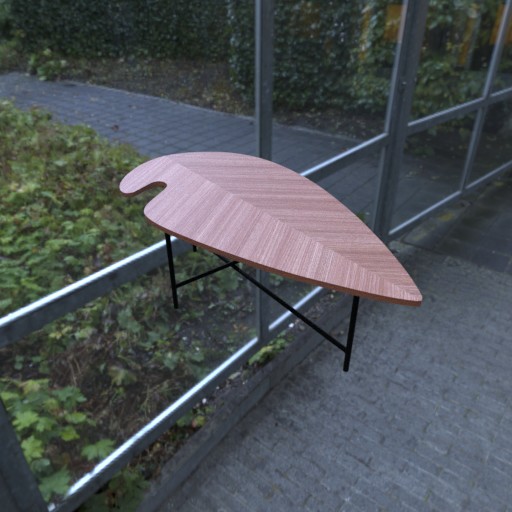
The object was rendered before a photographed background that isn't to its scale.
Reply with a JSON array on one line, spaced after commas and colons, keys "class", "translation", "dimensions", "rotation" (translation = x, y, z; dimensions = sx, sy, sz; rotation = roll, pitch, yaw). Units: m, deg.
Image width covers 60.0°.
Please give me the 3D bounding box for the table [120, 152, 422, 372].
[{"class": "table", "translation": [0.000, 0.000, 1.477], "dimensions": [0.598, 0.360, 1.199], "rotation": [-22, 38, -31]}]
